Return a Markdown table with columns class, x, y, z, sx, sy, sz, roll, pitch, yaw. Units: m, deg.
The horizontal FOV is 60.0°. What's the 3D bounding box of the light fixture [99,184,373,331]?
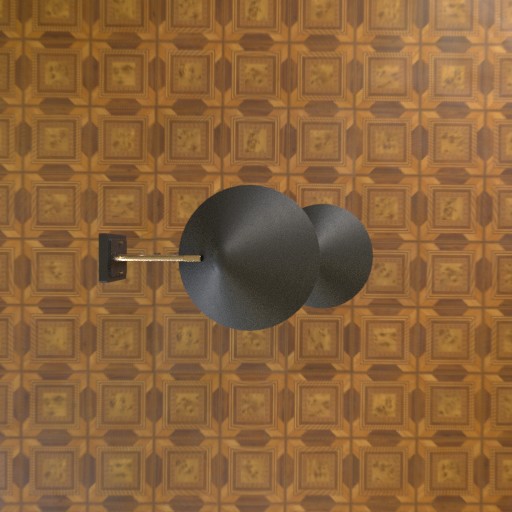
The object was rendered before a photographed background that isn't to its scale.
| class | x | y | z | sx | sy | sz | roll | pitch | yaw |
| --- | --- | --- | --- | --- | --- | --- | --- | --- | --- |
| light fixture | 0.000 | 0.000 | 0.838 | 0.422 | 0.665 | 0.189 | 0 | 91 | 0 |
